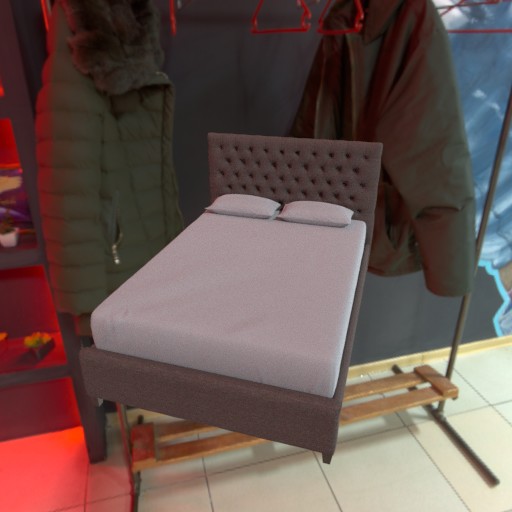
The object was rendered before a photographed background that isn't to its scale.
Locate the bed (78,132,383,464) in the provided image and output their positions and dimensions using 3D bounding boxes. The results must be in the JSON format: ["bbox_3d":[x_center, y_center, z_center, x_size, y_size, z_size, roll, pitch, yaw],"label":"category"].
[{"bbox_3d":[0.000,0.000,3.515,1.698,1.427,2.387,8,27,15],"label":"bed"}]
